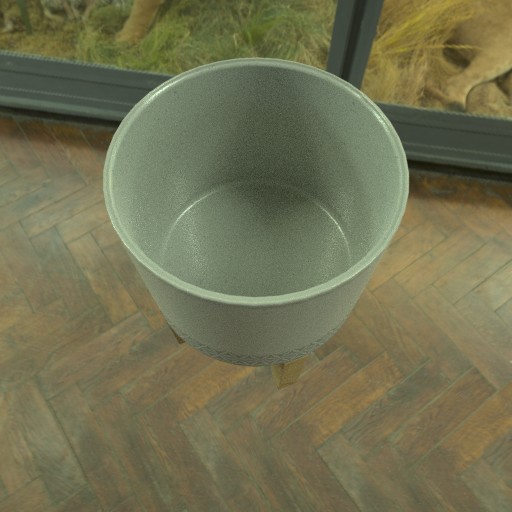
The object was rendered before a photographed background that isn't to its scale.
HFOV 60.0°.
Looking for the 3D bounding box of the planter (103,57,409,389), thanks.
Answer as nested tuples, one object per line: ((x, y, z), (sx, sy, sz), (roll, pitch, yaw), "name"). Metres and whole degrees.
((0.000, 0.000, 0.268), (0.130, 0.178, 0.130), (0, 63, 0), "planter")
